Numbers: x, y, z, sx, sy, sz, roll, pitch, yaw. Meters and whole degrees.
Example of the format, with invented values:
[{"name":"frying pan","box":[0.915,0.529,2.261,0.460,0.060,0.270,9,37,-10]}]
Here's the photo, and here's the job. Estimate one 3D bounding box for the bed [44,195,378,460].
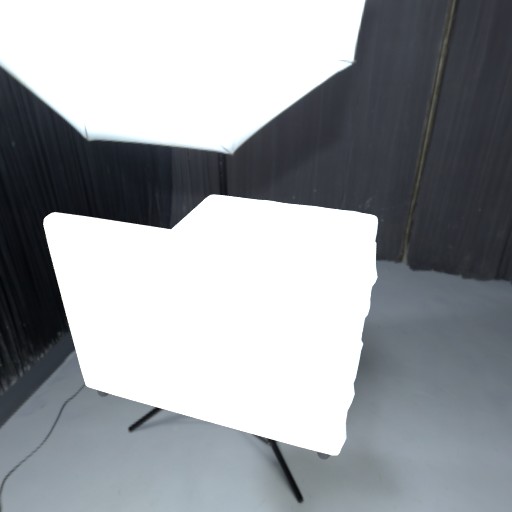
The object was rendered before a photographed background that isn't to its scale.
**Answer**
[{"name":"bed","box":[0.000,0.000,3.286,1.748,1.330,2.142,9,31,16]}]
